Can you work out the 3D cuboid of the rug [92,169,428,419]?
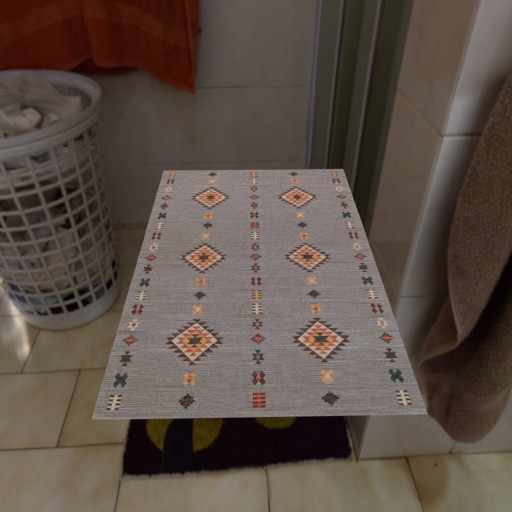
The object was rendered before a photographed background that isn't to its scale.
[{"bbox_3d":[0.000,0.000,2.302,1.217,0.005,1.818,-1,40,-1],"label":"rug"}]
